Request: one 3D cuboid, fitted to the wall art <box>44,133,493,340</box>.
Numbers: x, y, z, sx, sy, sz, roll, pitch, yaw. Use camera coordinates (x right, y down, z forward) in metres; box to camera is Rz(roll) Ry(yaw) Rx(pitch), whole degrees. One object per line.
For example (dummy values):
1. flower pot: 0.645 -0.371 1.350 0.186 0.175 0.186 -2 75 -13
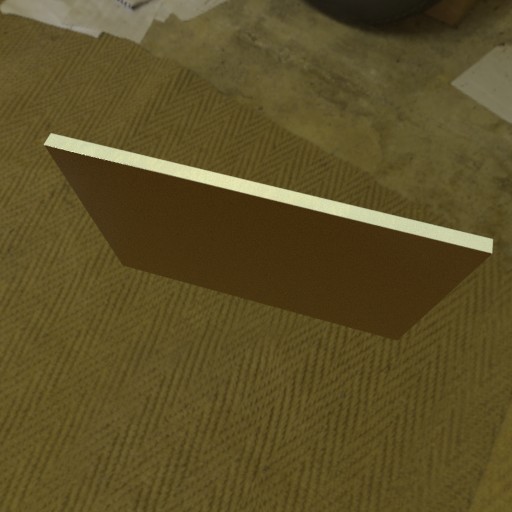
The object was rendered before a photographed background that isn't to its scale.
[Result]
1. wall art: 0.000 0.000 1.441 1.145 0.762 0.041 15 65 7
